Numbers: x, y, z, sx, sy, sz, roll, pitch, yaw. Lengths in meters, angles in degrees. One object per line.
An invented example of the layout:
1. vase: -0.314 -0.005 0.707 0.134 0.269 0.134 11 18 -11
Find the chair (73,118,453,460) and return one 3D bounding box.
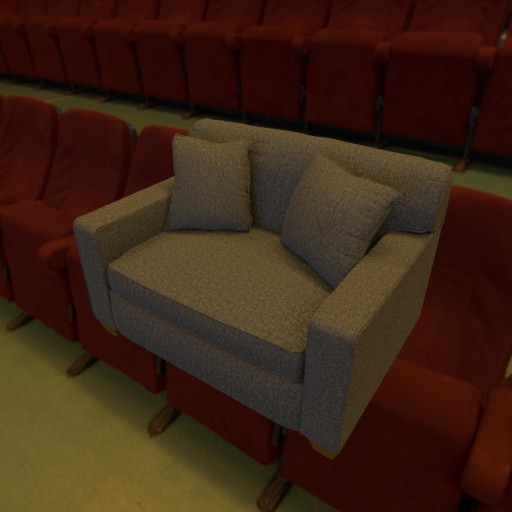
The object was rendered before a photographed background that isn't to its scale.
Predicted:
1. chair: 0.000 0.000 2.056 1.383 0.948 1.000 20 36 29
